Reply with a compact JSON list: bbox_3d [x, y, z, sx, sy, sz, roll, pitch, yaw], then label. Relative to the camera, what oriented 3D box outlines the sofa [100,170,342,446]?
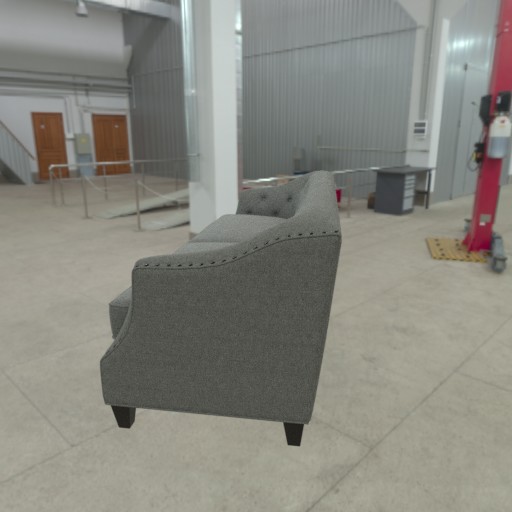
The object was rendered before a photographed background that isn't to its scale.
[{"bbox_3d":[0.000,0.000,2.663,0.914,0.901,2.235,2,16,9],"label":"sofa"}]
